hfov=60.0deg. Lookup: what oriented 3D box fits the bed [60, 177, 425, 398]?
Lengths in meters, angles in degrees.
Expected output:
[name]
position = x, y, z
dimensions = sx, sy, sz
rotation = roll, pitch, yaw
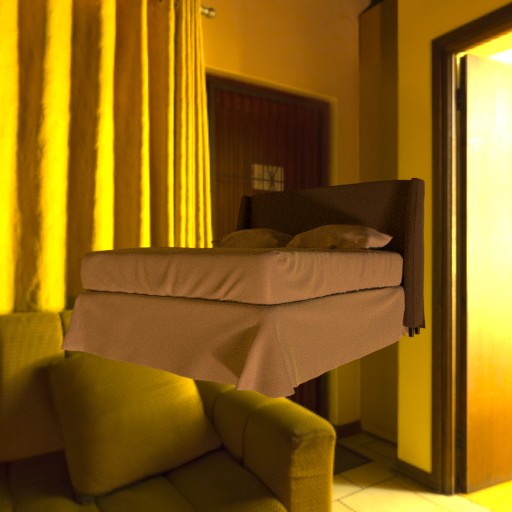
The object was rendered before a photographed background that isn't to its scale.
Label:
[bed]
position = 0.000, 0.000, 3.438
dimensions = 1.925, 1.332, 2.276
rotation = 0, 0, 37
